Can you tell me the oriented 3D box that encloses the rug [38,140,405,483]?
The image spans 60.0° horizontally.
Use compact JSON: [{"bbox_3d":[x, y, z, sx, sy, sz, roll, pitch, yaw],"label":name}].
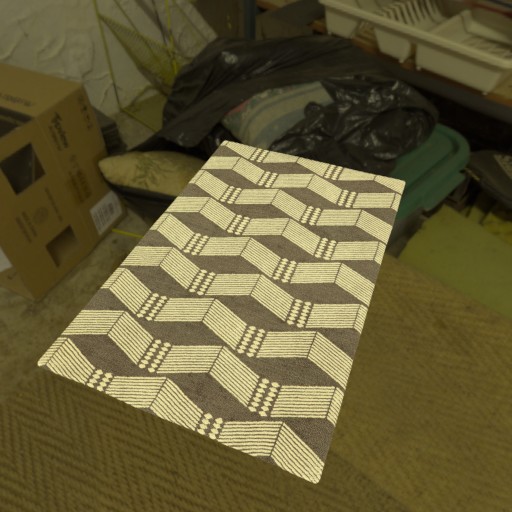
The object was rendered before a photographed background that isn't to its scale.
[{"bbox_3d":[0.000,0.000,2.254,1.210,0.016,1.833,17,49,15],"label":"rug"}]
